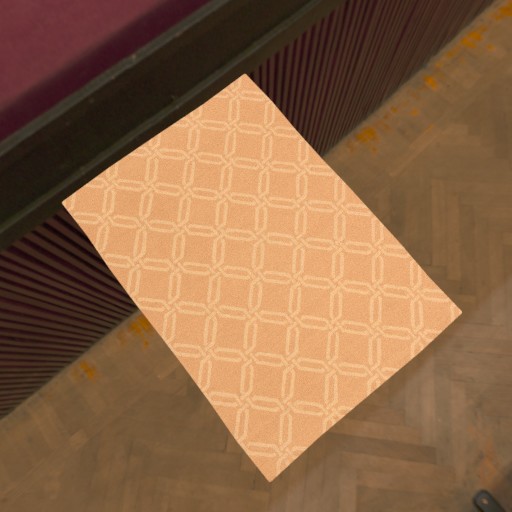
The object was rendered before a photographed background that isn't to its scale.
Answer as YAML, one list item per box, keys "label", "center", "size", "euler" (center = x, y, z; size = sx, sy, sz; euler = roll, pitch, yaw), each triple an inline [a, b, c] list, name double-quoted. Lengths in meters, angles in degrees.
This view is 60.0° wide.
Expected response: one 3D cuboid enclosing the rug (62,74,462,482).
- label: "rug"
  center: [0.000, 0.000, 2.764]
  size: [1.524, 0.013, 2.135]
  euler: [-38, 79, -8]
